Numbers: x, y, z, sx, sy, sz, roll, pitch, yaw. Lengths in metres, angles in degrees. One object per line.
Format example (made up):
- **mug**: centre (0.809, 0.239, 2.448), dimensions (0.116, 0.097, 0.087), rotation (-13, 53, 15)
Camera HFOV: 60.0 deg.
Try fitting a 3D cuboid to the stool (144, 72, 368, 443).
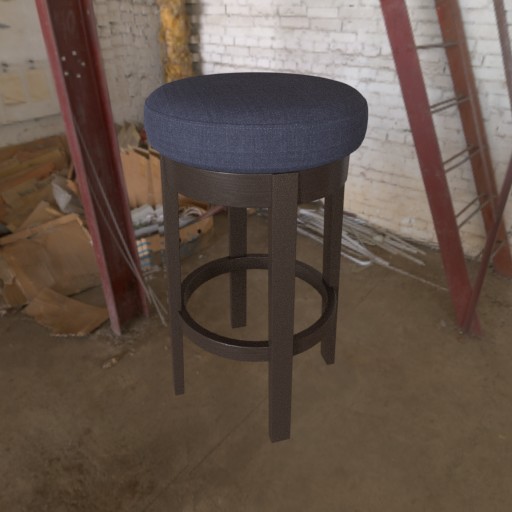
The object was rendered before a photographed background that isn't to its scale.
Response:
- **stool**: centre (0.000, 0.000, 1.028), dimensions (0.446, 0.758, 0.446), rotation (0, 31, 0)
